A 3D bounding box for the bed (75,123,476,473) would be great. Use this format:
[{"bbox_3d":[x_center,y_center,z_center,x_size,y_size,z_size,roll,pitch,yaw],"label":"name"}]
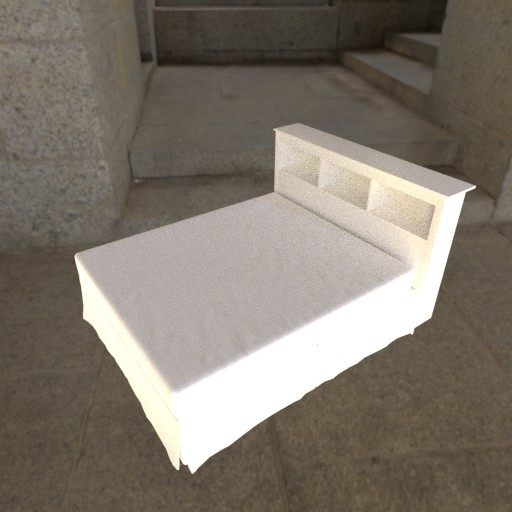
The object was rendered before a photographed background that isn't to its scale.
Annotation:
[{"bbox_3d":[0.000,0.000,3.064,2.133,1.092,1.671,-21,38,-30],"label":"bed"}]
